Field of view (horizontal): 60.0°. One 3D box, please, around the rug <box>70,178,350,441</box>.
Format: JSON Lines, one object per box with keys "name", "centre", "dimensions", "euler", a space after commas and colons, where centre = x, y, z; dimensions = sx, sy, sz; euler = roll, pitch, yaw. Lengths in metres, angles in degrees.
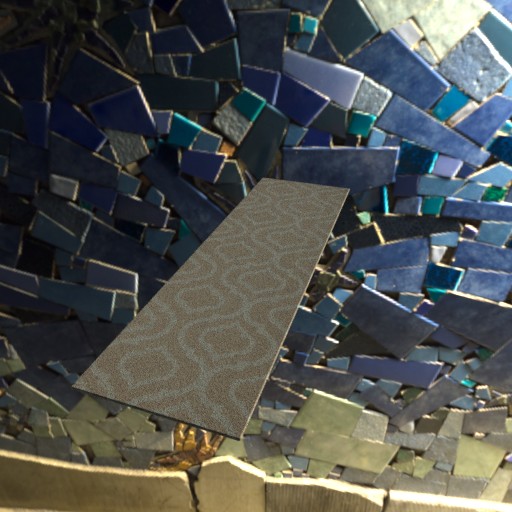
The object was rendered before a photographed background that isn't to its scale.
{"name": "rug", "centre": [0.000, 0.000, 2.503], "dimensions": [0.691, 0.013, 2.289], "euler": [10, 33, 16]}
